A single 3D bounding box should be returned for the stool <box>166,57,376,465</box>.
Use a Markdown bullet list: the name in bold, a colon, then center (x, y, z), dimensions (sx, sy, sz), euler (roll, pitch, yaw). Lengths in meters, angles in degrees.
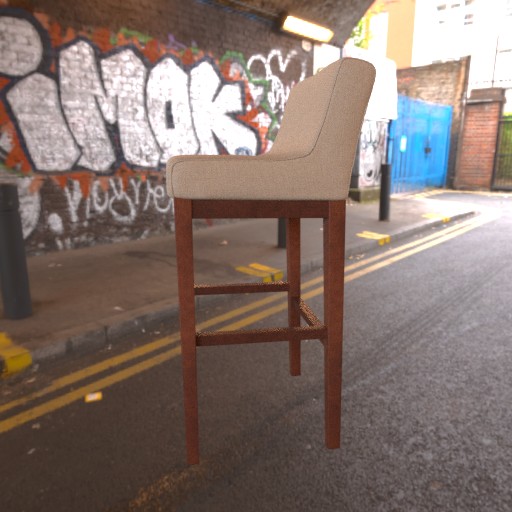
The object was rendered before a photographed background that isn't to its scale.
- **stool**: center (0.000, 0.000, 1.330), dimensions (0.500, 1.037, 0.511), euler (-2, 13, -9)
